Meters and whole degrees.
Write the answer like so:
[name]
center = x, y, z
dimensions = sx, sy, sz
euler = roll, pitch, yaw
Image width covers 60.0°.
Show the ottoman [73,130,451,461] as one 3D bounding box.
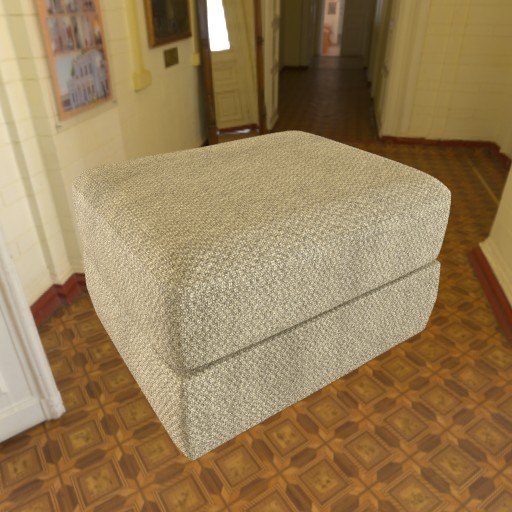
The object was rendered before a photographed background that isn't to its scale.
[ottoman]
center = 0.000, 0.000, 1.128
dimensions = 0.751, 0.476, 0.603
euler = -19, 35, -29
